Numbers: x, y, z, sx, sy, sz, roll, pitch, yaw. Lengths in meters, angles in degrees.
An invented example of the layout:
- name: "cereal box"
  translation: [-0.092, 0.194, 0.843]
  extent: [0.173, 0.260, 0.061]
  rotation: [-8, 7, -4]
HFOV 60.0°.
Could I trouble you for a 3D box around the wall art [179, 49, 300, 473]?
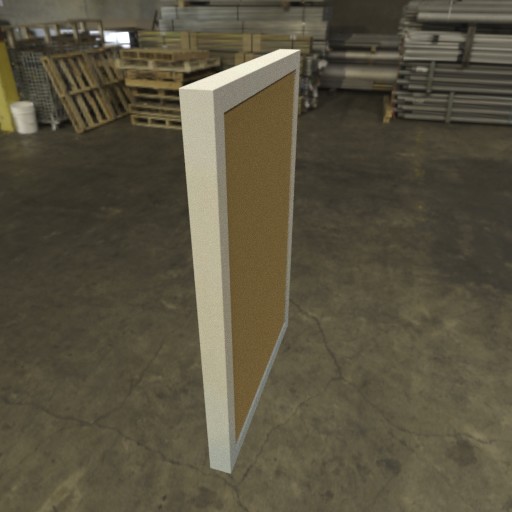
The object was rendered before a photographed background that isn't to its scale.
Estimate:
- name: "wall art"
  translation: [0.000, 0.000, 0.762]
  extent: [0.038, 0.611, 0.408]
  rotation: [9, 31, 15]
